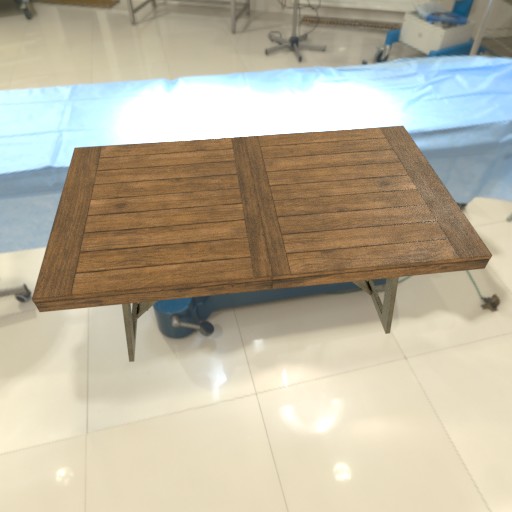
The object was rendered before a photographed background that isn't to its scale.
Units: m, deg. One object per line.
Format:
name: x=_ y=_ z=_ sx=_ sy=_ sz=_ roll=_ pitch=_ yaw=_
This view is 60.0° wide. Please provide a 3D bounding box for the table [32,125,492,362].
table: x=0.000 y=0.000 z=2.157 sx=1.641 sy=0.757 sz=0.931 roll=-5 pitch=46 yaw=-5
